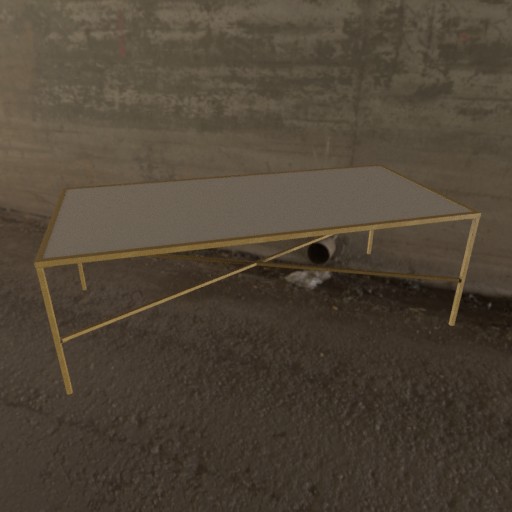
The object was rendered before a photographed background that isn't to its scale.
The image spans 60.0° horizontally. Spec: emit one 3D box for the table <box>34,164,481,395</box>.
[{"bbox_3d":[0.000,0.000,1.490,1.206,0.398,0.580,-7,27,-14],"label":"table"}]
